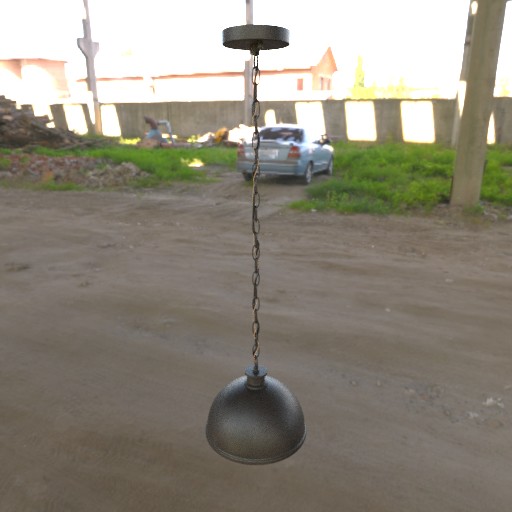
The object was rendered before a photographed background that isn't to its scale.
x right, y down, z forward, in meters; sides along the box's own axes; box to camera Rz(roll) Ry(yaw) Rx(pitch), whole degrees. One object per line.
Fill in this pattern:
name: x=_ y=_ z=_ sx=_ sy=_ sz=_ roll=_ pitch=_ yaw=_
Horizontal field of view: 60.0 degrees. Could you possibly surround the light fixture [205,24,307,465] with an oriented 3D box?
light fixture: x=0.000 y=0.000 z=1.186 sx=0.304 sy=1.090 sz=0.304 roll=-3 pitch=17 yaw=-10
